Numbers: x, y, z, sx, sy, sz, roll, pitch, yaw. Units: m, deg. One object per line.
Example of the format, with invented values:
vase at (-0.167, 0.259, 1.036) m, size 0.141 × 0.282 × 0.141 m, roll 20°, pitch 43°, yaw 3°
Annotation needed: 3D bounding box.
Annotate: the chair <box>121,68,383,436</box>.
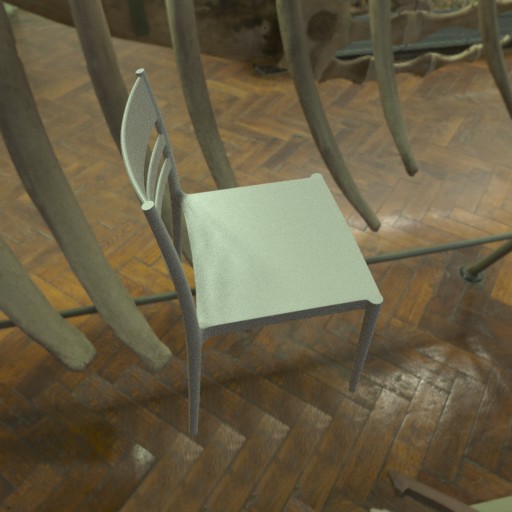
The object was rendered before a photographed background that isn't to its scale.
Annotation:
chair at (0.000, 0.000, 1.132) m, size 0.511 × 0.800 × 0.531 m, roll -9°, pitch 48°, yaw -8°
